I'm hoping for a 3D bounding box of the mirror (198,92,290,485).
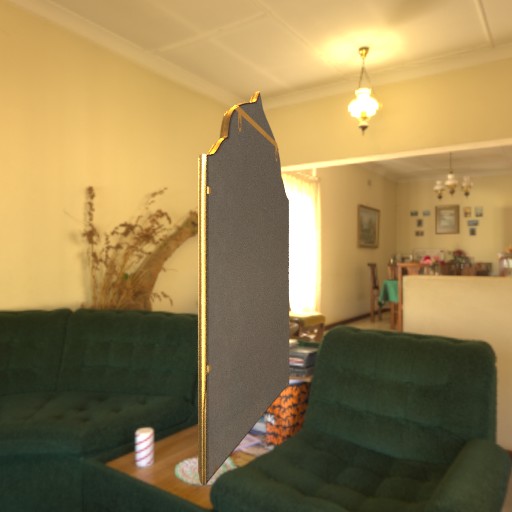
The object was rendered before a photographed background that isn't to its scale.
[{"bbox_3d":[0.000,0.000,0.859,0.018,0.635,0.513,0,0,17],"label":"mirror"}]
